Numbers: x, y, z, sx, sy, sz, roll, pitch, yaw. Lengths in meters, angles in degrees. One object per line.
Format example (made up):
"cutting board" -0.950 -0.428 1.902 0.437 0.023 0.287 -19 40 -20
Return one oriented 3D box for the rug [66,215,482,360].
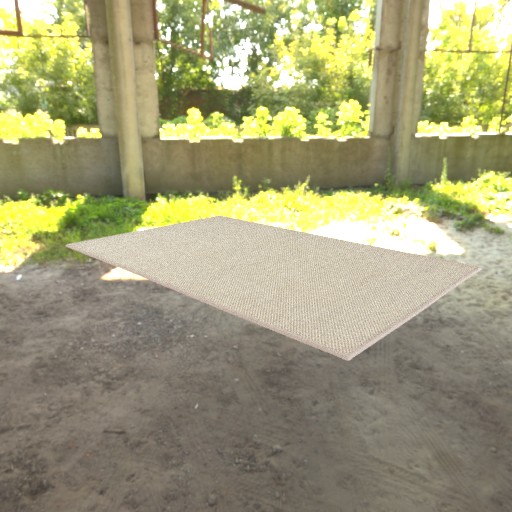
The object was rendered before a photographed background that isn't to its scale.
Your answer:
"rug" 0.000 0.000 2.077 1.676 0.013 1.067 15 22 41
